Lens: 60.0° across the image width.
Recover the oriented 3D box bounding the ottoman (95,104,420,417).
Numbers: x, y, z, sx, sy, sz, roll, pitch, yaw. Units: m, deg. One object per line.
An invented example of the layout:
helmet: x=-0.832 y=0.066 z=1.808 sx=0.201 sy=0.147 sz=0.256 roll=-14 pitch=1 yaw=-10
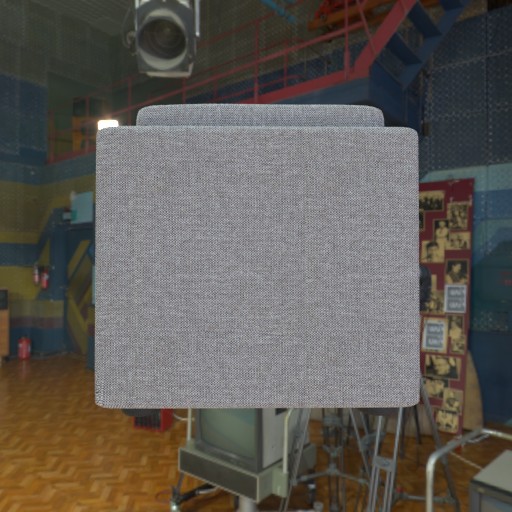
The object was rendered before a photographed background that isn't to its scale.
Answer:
ottoman: x=0.000 y=0.000 z=0.824 sx=0.450 sy=0.460 sz=0.450 roll=0 pitch=-1 yaw=-1
